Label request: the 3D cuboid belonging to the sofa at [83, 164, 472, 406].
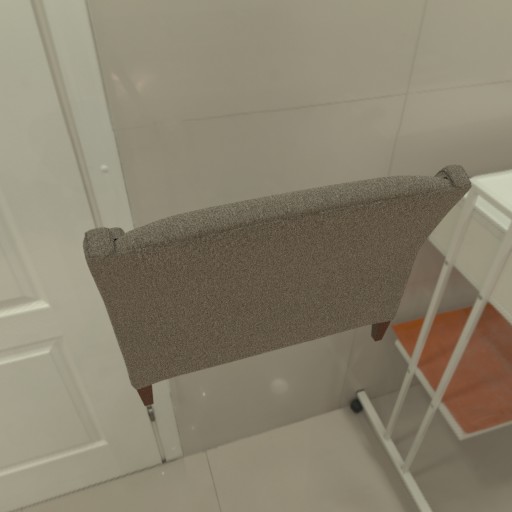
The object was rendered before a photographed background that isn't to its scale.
[{"bbox_3d":[0.000,0.000,1.908,1.242,1.026,0.862,-12,41,-14],"label":"sofa"}]
